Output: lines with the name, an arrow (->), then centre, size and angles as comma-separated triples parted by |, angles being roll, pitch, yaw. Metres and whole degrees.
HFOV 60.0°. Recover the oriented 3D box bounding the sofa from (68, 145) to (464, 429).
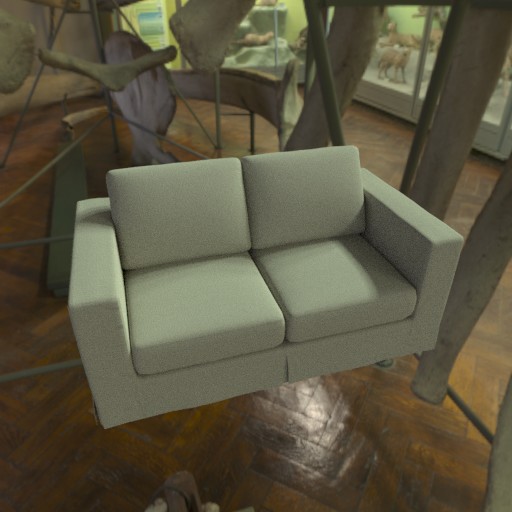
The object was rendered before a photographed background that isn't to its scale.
sofa -> 0.000, 0.000, 2.391 | 1.813, 0.932, 1.009 | -9, 33, -14
